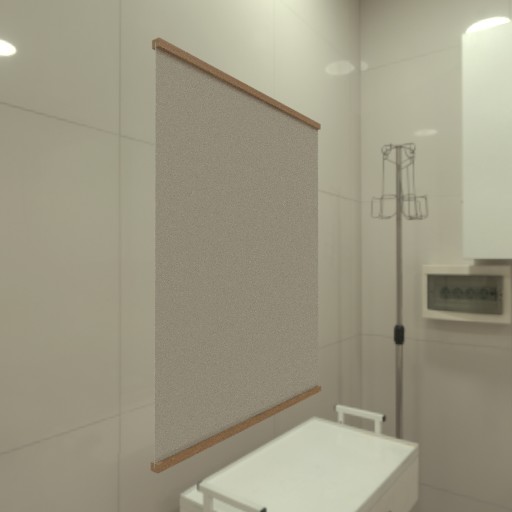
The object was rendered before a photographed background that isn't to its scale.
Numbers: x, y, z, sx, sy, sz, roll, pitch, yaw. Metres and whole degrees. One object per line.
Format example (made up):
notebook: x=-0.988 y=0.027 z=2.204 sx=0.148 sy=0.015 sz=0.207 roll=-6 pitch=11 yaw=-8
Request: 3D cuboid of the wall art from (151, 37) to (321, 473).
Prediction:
wall art: x=0.000 y=0.000 z=0.684 sx=0.012 sy=0.508 sz=0.405 roll=-1 pitch=-1 yaw=36
